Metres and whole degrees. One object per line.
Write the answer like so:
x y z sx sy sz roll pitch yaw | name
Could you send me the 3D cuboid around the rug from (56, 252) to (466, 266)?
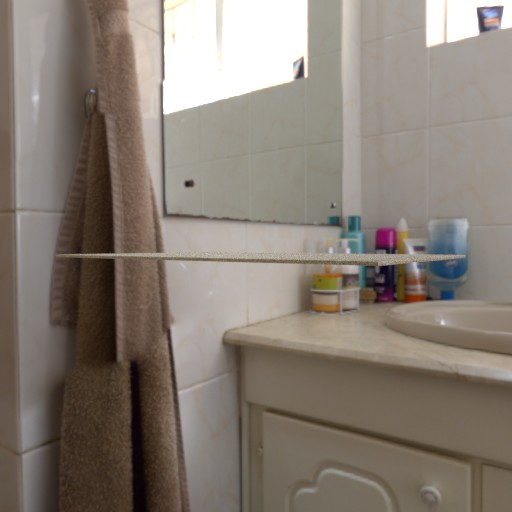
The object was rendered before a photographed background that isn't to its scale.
0.000 0.000 2.965 2.297 0.018 1.532 1 2 37 | rug
